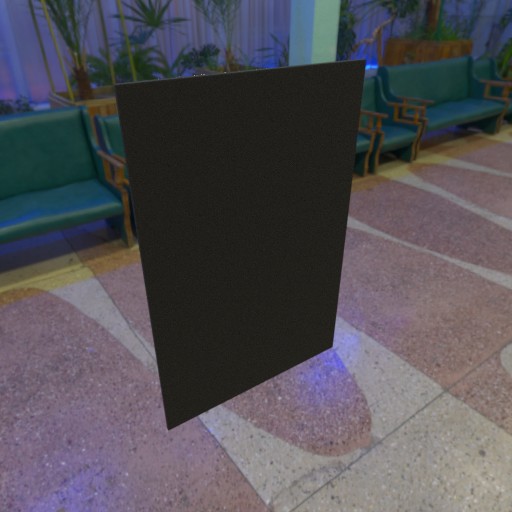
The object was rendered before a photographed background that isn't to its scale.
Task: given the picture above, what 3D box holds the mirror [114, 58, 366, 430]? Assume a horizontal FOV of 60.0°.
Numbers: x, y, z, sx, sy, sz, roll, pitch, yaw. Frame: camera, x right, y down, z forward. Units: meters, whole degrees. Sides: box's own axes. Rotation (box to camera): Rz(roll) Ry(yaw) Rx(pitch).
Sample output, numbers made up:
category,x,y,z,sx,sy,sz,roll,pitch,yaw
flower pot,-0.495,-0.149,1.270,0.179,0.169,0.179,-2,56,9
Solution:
category,x,y,z,sx,sy,sz,roll,pitch,yaw
mirror,0.000,0.000,1.163,0.613,0.914,0.039,-19,36,-28
